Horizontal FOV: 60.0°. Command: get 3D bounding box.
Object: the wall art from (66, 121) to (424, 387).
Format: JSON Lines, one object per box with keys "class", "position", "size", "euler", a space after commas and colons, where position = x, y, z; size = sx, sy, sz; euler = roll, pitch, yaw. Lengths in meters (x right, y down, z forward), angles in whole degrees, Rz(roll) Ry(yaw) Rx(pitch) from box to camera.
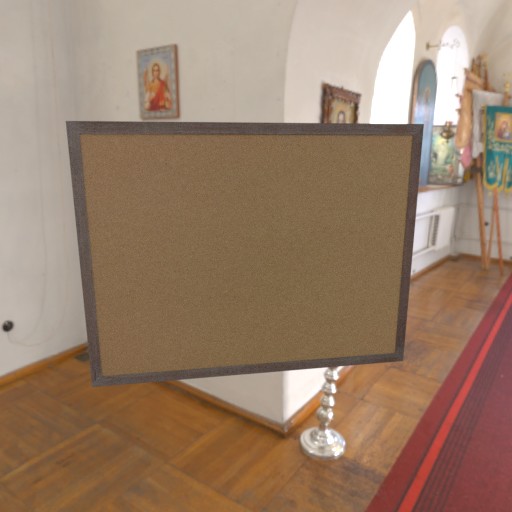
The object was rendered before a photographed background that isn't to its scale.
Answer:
{"class": "wall art", "position": [0.000, 0.000, 1.343], "size": [1.012, 0.774, 0.019], "euler": [-2, 14, -9]}
